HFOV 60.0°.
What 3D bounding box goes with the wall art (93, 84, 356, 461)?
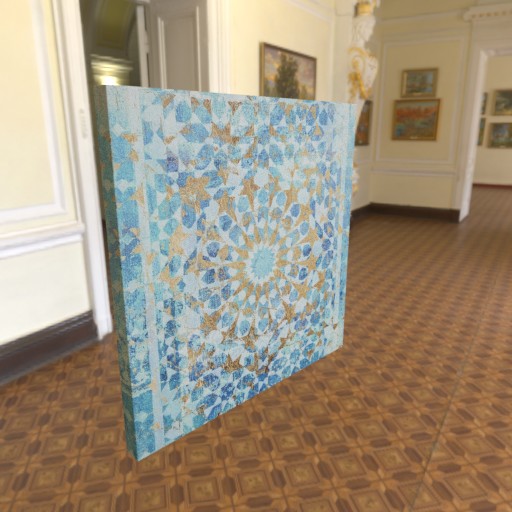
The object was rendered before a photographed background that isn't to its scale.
[{"bbox_3d":[0.000,0.000,0.899,0.609,0.609,0.040,-15,21,-42],"label":"wall art"}]
